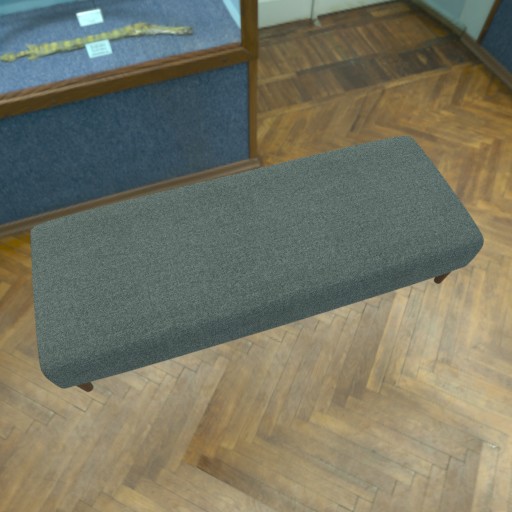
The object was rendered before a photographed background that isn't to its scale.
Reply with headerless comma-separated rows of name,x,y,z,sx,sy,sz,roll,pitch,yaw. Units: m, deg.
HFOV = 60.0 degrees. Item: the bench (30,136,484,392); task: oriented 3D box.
bench,0.000,0.000,1.775,1.598,0.384,0.631,-15,59,-9
